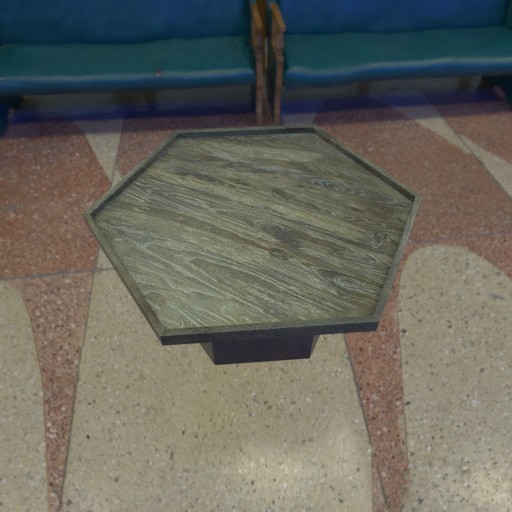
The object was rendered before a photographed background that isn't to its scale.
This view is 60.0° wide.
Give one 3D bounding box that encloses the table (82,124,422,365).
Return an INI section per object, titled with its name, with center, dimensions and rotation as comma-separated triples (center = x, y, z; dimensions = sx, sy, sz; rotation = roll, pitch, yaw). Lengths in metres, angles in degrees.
[table]
center = 0.000, 0.000, 1.626
dimensions = 1.115, 0.488, 0.966
rotation = -3, 47, -3
